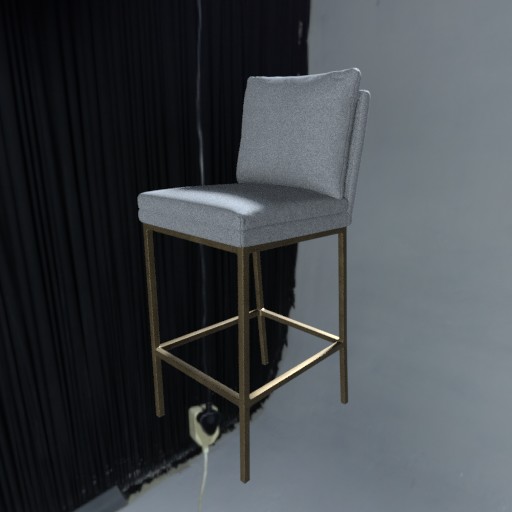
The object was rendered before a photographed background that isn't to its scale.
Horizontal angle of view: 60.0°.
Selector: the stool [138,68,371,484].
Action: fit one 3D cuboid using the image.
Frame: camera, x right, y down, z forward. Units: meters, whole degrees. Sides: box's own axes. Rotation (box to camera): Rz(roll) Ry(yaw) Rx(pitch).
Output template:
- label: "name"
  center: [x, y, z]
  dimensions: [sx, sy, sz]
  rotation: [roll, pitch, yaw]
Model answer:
- label: "stool"
  center: [0.000, 0.000, 1.420]
  dimensions: [0.463, 1.130, 0.569]
  rotation: [15, 22, 43]
